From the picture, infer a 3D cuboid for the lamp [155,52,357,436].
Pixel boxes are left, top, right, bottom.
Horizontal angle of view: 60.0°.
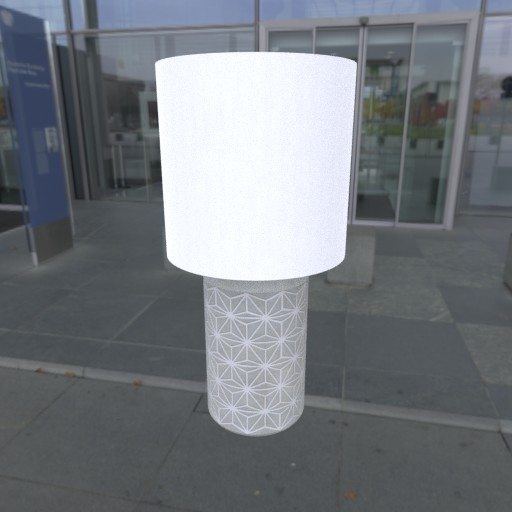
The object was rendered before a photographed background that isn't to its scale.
[{"bbox_3d":[0.000,0.000,0.525,0.206,0.416,0.206,9,19,26],"label":"lamp"}]
